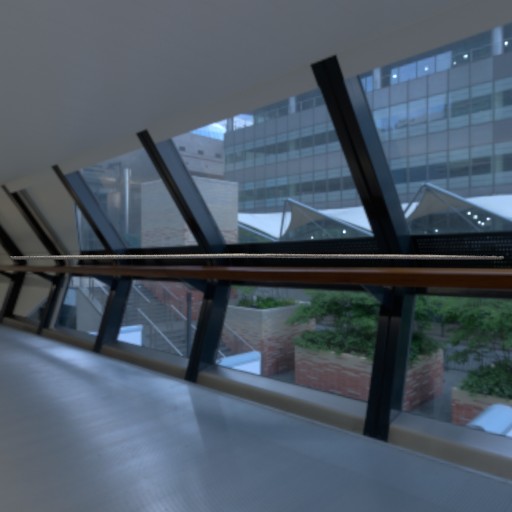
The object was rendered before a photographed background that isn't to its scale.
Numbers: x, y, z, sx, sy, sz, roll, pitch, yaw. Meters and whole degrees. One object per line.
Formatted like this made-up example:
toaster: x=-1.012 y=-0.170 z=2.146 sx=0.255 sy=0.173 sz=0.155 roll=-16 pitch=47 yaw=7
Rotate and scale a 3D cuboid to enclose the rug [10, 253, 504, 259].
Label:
rug: x=0.000 y=0.000 z=2.864 sx=2.307 sy=0.030 sz=1.604 roll=0 pitch=0 yaw=-1
